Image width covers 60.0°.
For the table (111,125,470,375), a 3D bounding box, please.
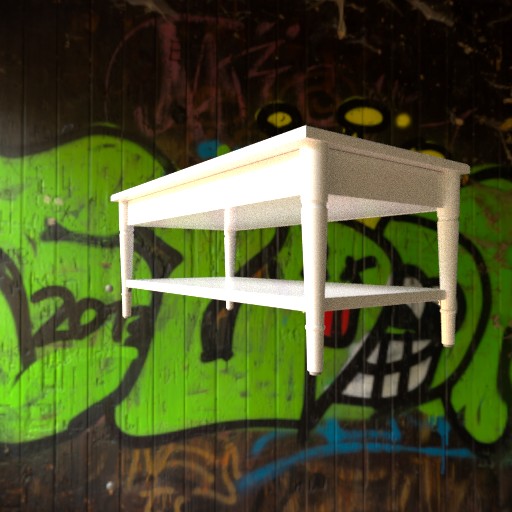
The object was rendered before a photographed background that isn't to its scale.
[{"bbox_3d":[0.000,0.000,1.383,0.559,0.457,1.067,0,-1,-36],"label":"table"}]
